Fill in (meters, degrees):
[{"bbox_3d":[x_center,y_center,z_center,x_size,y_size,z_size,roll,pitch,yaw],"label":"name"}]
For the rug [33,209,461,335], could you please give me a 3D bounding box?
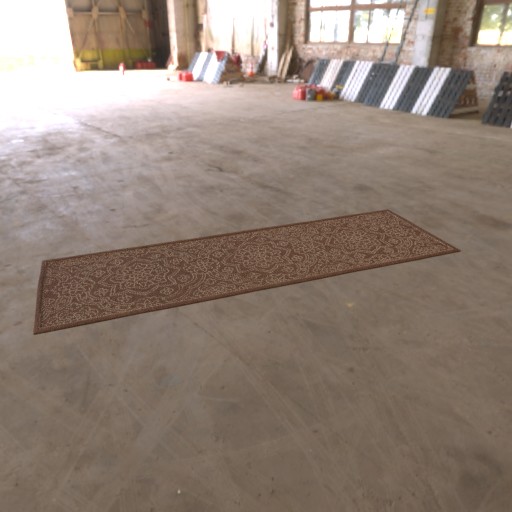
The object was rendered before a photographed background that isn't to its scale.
[{"bbox_3d":[0.000,0.000,2.701,2.448,0.012,0.769,-10,28,-18],"label":"rug"}]
